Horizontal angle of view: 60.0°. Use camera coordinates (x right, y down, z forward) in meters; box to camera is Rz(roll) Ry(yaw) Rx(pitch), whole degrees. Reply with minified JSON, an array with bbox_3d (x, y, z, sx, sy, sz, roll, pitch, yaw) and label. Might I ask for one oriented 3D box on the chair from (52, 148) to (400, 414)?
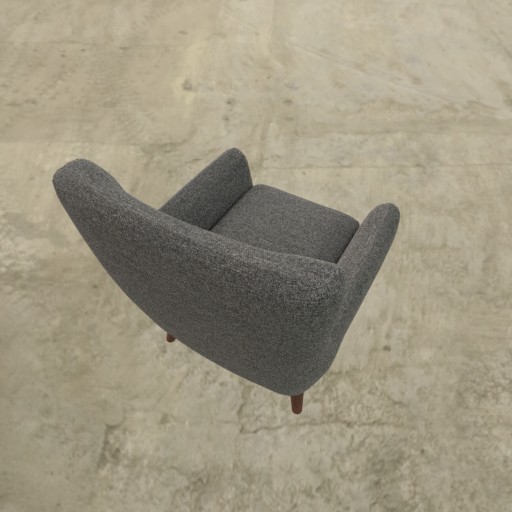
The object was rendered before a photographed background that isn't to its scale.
[{"bbox_3d":[0.000,0.000,1.712,0.889,1.039,0.940,24,52,20],"label":"chair"}]
